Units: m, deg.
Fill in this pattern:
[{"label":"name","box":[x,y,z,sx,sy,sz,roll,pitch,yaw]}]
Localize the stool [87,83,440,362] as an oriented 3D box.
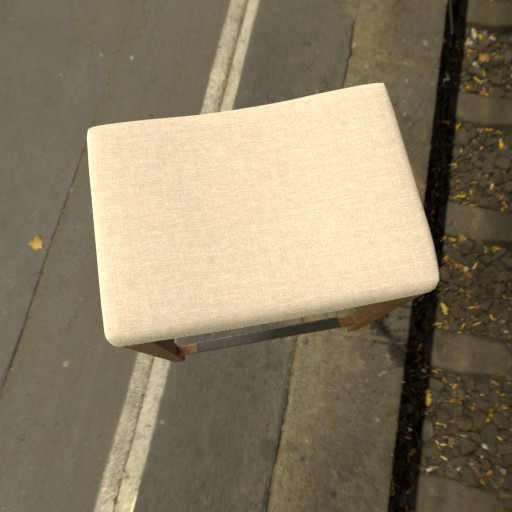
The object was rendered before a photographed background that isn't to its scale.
[{"label":"stool","box":[0.000,0.000,0.950,0.508,0.660,0.356,-10,76,-2]}]
